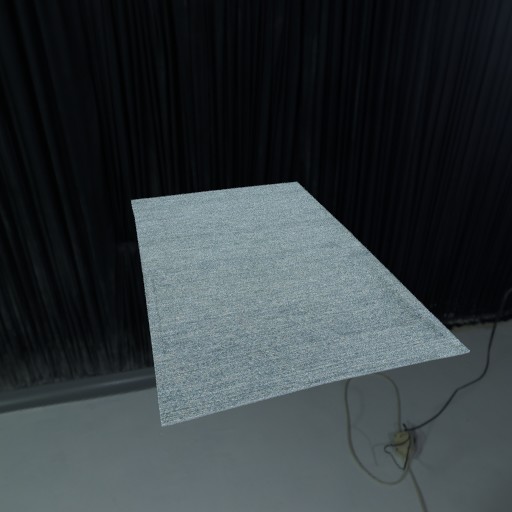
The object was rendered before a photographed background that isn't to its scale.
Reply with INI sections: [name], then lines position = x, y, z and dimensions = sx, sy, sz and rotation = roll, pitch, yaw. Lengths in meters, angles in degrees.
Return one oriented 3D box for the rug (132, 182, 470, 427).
[rug]
position = 0.000, 0.000, 2.311
dimensions = 1.174, 0.022, 1.853
rotation = -9, 32, -14
